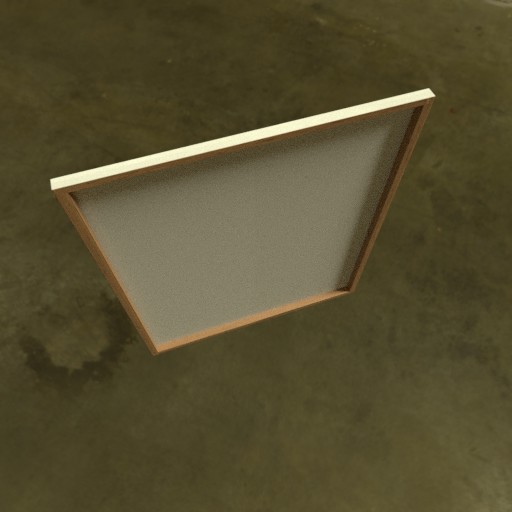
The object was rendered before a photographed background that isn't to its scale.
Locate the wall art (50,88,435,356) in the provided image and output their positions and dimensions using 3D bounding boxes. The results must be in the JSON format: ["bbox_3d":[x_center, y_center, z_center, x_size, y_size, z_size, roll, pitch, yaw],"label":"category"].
[{"bbox_3d":[0.000,0.000,0.977,0.609,0.710,0.021,-16,60,-10],"label":"wall art"}]
